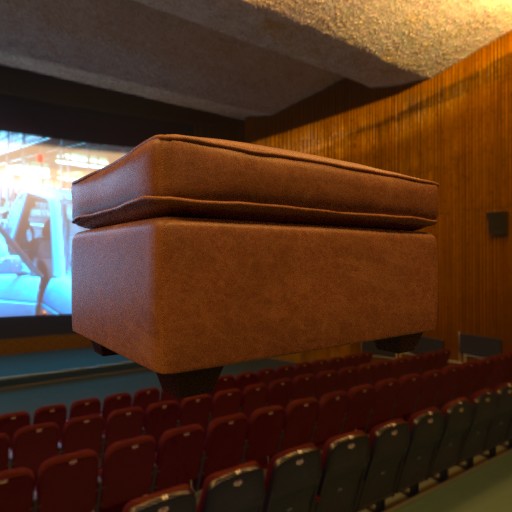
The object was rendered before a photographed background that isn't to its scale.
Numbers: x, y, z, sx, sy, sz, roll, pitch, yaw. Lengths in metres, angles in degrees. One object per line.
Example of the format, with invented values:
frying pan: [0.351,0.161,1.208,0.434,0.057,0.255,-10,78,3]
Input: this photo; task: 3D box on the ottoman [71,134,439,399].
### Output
ottoman: [0.000,0.000,1.090,0.756,0.468,0.554,0,0,-36]
